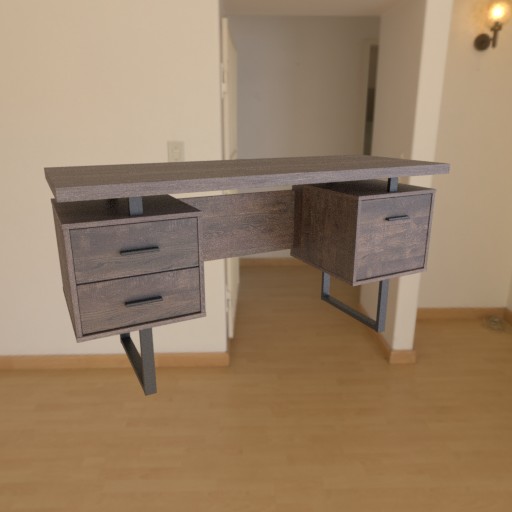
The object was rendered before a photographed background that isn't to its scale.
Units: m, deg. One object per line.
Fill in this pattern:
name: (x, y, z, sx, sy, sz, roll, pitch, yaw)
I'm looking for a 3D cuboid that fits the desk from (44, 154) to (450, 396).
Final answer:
desk: (0.000, 0.000, 1.891, 1.524, 0.760, 0.600, -9, 19, -26)
